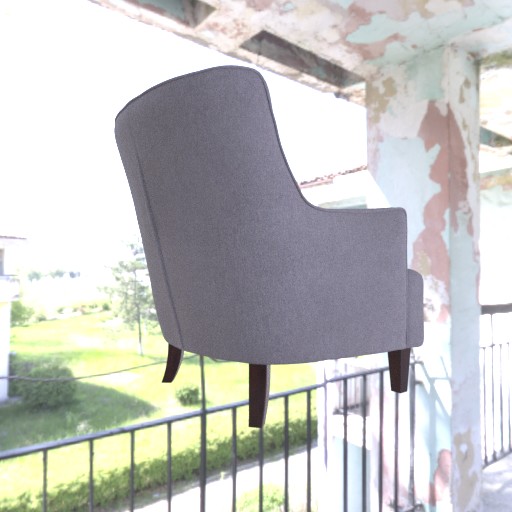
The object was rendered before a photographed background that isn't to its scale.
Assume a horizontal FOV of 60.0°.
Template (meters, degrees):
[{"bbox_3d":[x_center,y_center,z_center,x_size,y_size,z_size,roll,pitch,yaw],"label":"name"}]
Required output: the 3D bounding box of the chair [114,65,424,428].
[{"bbox_3d":[0.000,0.000,1.535,0.910,0.919,0.781,1,-1,-37],"label":"chair"}]
